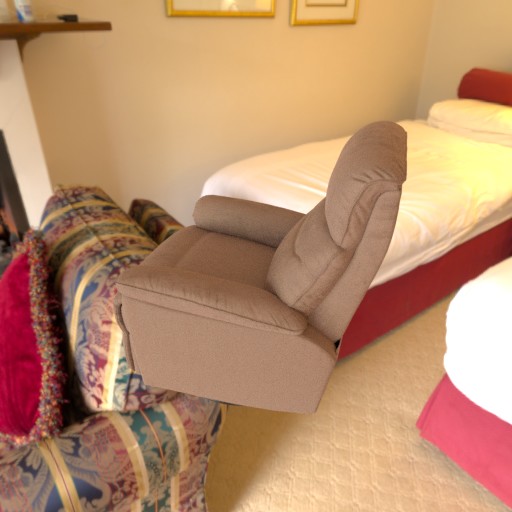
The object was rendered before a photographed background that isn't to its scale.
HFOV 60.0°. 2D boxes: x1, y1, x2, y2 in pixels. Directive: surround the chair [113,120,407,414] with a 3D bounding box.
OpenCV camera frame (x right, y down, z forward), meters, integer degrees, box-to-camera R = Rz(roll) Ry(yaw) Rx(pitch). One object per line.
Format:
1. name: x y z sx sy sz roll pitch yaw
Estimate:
1. chair: 0.000 0.000 1.769 1.004 1.037 0.820 8 31 14
